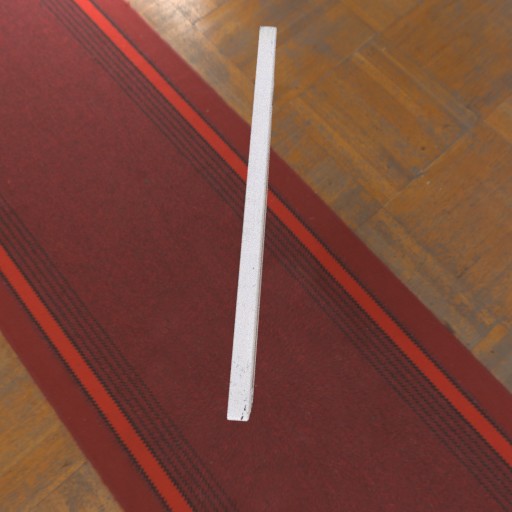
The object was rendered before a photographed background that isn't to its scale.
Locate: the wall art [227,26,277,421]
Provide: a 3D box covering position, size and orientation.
[{"bbox_3d":[0.000,0.000,1.164,0.038,0.762,0.762,4,74,1],"label":"wall art"}]
